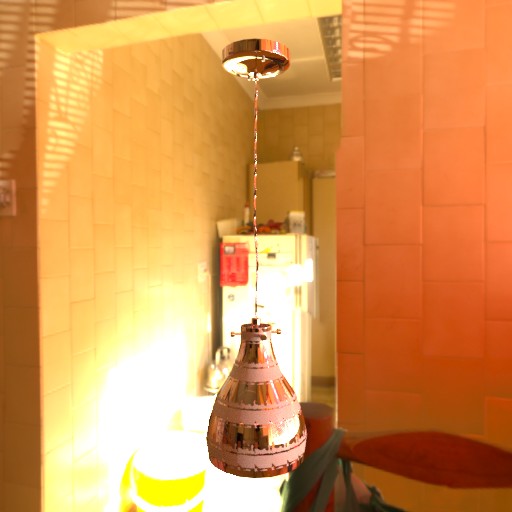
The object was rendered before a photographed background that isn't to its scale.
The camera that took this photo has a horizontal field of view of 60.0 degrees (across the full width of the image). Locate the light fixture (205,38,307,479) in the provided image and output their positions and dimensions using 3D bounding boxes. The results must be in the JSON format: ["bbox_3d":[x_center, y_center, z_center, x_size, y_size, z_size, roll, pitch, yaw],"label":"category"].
[{"bbox_3d":[0.000,0.000,1.619,0.374,1.457,0.374,0,1,-17],"label":"light fixture"}]
